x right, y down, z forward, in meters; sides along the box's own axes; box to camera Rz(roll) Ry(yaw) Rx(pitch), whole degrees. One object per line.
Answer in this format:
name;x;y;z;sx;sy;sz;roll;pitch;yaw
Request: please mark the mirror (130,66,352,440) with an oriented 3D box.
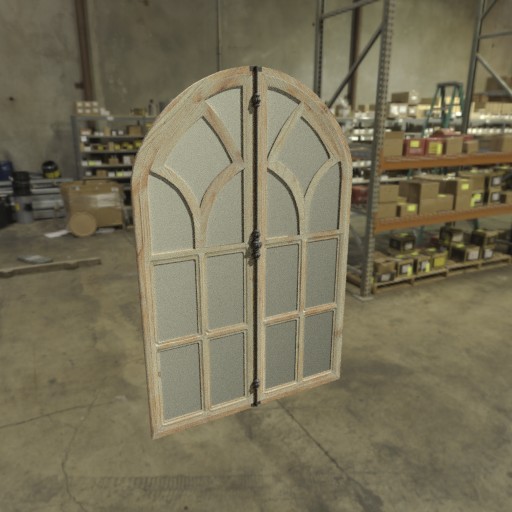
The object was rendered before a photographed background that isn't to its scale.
mirror;0.000;0.000;1.154;0.609;0.915;0.032;-9;19;-27
